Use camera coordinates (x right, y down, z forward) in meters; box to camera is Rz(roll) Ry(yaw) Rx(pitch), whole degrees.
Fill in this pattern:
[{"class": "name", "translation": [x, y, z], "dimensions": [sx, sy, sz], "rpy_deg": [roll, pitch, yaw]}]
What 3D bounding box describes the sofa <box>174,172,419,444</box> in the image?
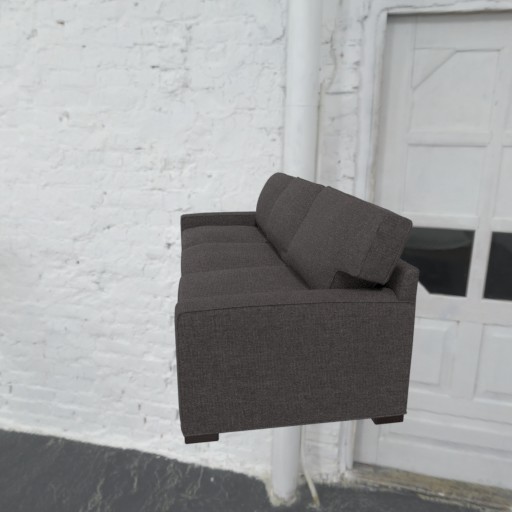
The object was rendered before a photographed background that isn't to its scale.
[{"class": "sofa", "translation": [0.000, 0.000, 2.909], "dimensions": [1.004, 0.978, 2.369], "rpy_deg": [-2, 15, -8]}]
